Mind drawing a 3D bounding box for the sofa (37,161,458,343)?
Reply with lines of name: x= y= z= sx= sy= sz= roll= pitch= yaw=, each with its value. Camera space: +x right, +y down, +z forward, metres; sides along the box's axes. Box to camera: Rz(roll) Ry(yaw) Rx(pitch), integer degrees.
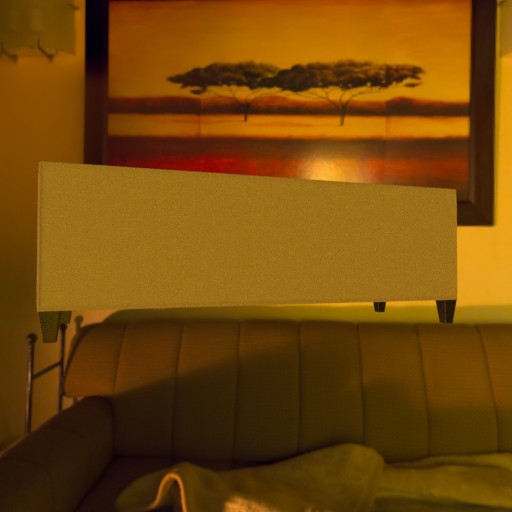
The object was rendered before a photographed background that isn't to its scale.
sofa: x=0.000 y=0.000 z=2.530 sx=2.159 sy=0.762 sz=0.775 roll=0 pitch=-2 yaw=-18
